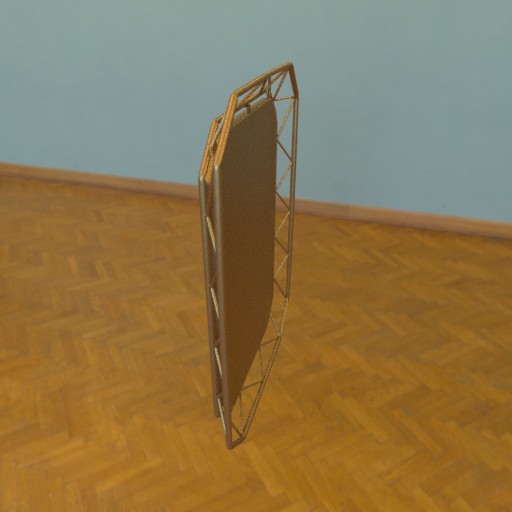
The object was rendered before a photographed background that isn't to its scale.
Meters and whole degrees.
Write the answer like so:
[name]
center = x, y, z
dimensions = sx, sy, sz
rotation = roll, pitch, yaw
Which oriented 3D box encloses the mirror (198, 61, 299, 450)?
[mirror]
center = 0.000, 0.000, 0.726
dimensions = 0.042, 0.566, 0.417
rotation = 8, 31, 14
